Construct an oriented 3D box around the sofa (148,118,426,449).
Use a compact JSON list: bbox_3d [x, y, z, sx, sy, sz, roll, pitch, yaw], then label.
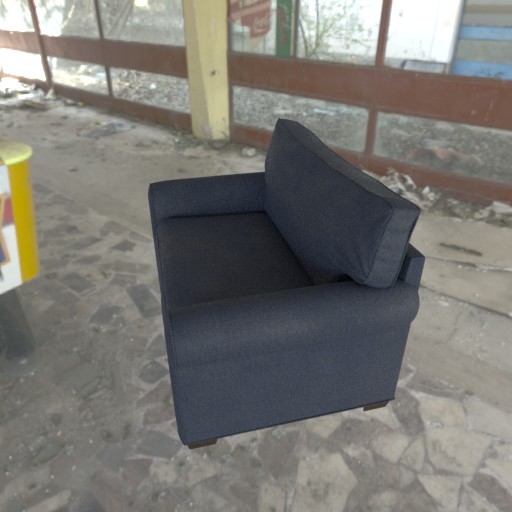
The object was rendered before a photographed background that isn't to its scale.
[{"bbox_3d":[0.000,0.000,2.125,0.938,1.004,1.405,-7,31,-12],"label":"sofa"}]
